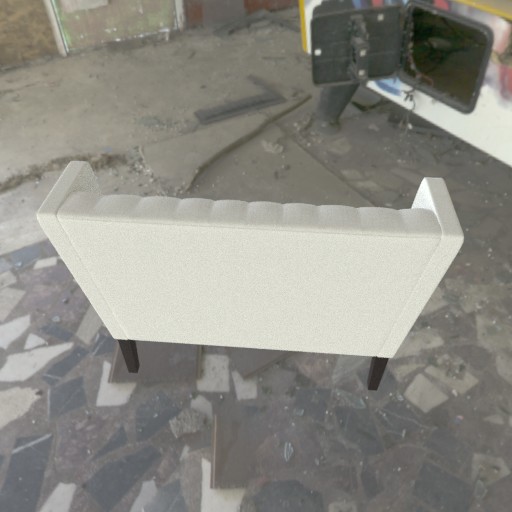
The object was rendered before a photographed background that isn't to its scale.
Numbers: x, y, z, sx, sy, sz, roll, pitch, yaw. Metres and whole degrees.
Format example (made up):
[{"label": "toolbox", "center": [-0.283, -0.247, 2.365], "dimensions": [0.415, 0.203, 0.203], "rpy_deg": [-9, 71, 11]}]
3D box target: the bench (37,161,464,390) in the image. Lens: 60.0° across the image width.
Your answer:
[{"label": "bench", "center": [0.000, 0.000, 1.972], "dimensions": [1.280, 1.123, 0.847], "rpy_deg": [3, 46, 3]}]
